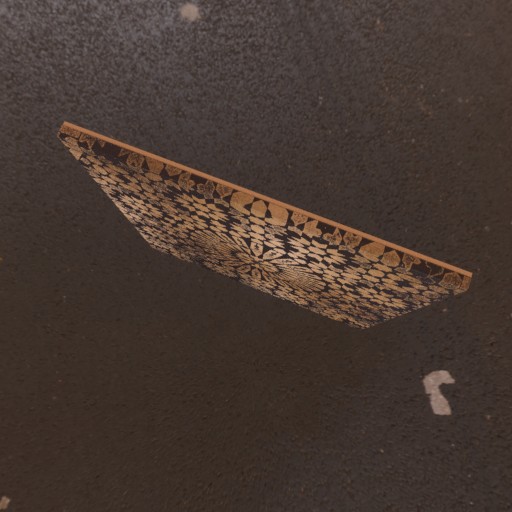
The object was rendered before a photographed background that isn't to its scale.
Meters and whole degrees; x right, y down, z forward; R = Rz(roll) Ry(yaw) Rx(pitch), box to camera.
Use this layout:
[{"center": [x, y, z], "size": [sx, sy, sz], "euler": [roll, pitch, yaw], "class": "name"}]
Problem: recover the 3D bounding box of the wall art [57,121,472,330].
[{"center": [0.000, 0.000, 1.359], "size": [0.914, 0.914, 0.038], "euler": [21, 77, 5], "class": "wall art"}]
